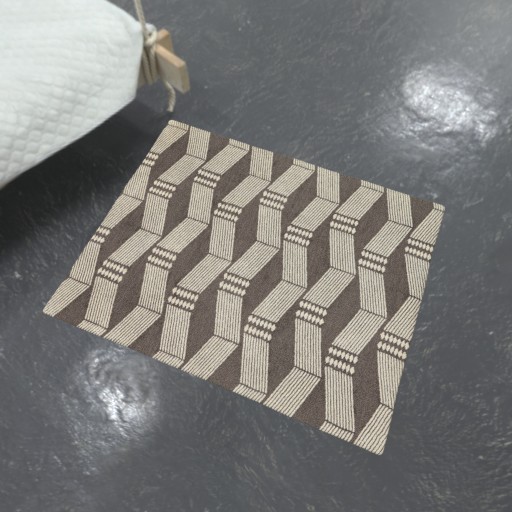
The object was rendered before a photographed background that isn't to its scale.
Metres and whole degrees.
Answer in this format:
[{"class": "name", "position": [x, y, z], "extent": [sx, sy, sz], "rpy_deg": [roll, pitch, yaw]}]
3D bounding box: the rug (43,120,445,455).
[{"class": "rug", "position": [0.000, 0.000, 4.126], "extent": [3.048, 0.016, 2.438], "rpy_deg": [20, 64, 10]}]
